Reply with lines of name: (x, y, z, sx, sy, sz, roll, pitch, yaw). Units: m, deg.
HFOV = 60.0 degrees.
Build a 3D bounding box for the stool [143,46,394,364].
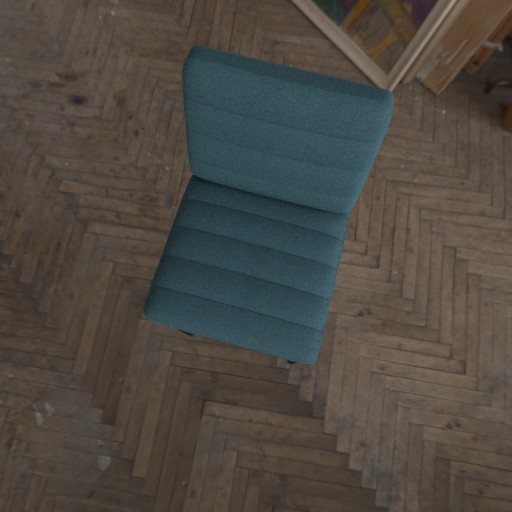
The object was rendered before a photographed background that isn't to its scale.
stool: (0.000, 0.000, 1.341, 0.460, 1.040, 0.560, 15, 75, 4)
